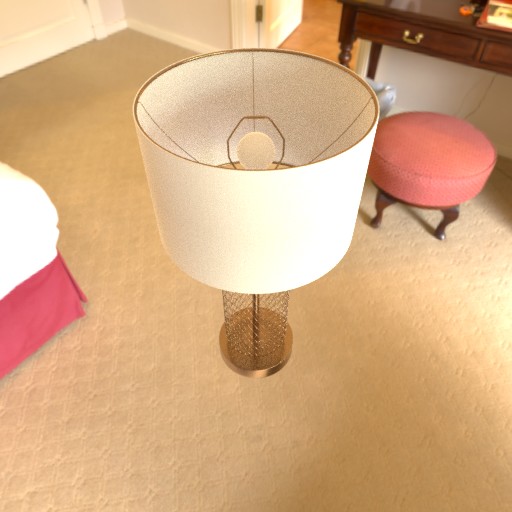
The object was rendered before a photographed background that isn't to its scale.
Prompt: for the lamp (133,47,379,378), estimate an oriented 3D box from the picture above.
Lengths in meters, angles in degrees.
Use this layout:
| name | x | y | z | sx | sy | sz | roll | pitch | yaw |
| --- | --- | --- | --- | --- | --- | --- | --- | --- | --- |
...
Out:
| name | x | y | z | sx | sy | sz | roll | pitch | yaw |
| --- | --- | --- | --- | --- | --- | --- | --- | --- | --- |
| lamp | 0.000 | 0.000 | 0.637 | 0.252 | 0.483 | 0.252 | -1 | 47 | -1 |
